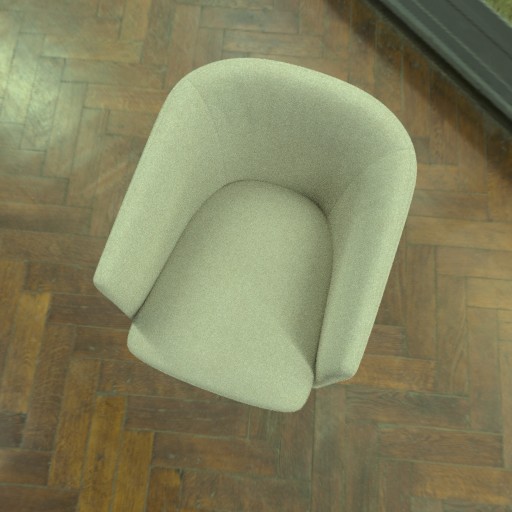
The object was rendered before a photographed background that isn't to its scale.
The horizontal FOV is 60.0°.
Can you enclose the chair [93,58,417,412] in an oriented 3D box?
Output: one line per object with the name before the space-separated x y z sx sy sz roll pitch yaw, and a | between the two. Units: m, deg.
chair | 0.000 0.000 1.601 0.822 0.861 0.986 19 77 5
